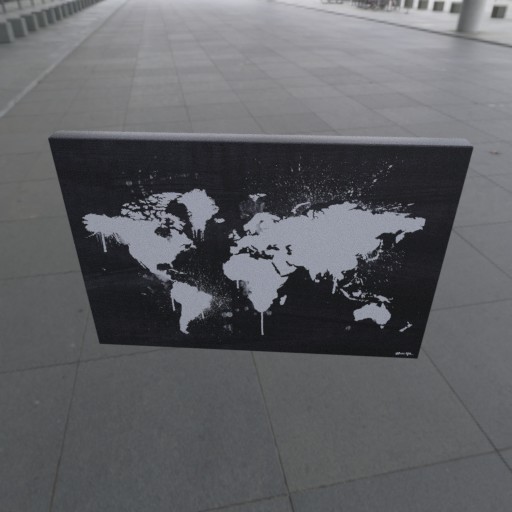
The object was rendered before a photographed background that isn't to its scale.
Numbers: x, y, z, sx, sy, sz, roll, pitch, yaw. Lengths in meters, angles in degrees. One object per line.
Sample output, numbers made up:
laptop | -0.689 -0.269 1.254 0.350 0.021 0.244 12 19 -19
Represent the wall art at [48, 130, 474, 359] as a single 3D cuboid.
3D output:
wall art | 0.000 0.000 0.755 0.610 0.409 0.038 2 32 3
